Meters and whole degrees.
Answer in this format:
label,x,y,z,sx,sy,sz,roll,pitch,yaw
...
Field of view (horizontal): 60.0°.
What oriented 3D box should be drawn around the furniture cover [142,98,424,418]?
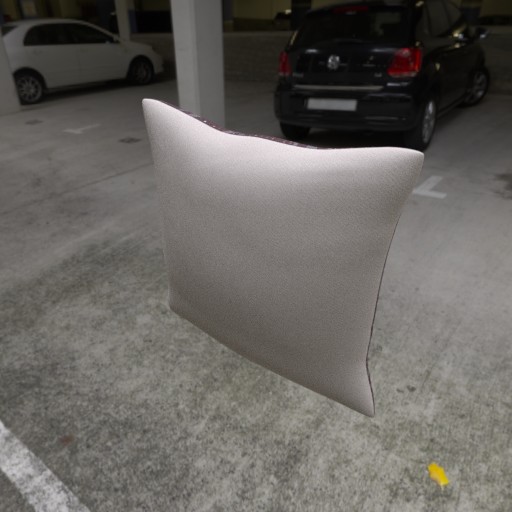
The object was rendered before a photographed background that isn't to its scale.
label,x,y,z,sx,sy,sz,roll,pitch,yaw
furniture cover,0.000,0.000,0.839,0.552,0.509,0.193,22,37,32
